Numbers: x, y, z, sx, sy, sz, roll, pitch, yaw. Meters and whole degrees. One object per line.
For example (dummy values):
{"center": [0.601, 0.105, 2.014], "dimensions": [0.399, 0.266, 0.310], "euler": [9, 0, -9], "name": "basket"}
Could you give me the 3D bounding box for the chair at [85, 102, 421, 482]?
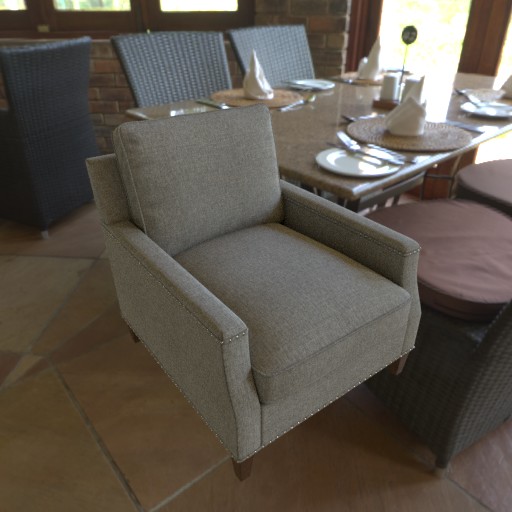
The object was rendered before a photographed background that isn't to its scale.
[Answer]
{"center": [0.000, 0.000, 1.682], "dimensions": [0.853, 0.943, 1.014], "euler": [-21, 36, -31], "name": "chair"}
